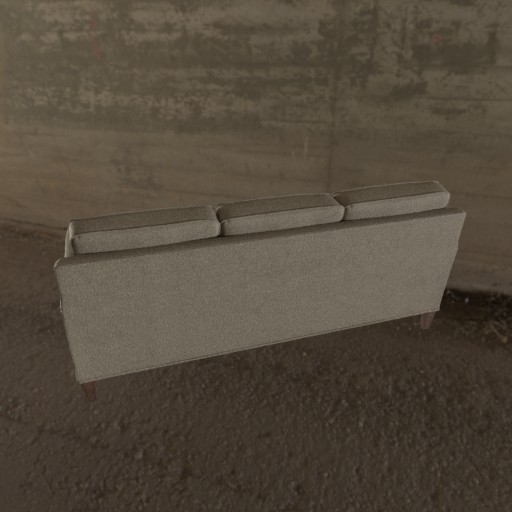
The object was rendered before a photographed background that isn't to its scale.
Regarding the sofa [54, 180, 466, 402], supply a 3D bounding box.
[{"bbox_3d":[0.000,0.000,2.793,2.246,1.003,1.084,-8,27,-16],"label":"sofa"}]
